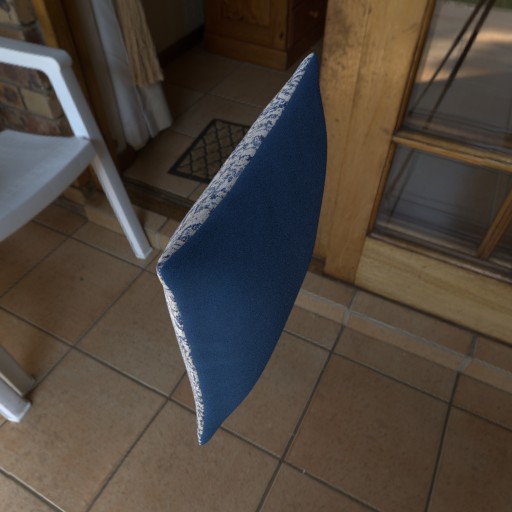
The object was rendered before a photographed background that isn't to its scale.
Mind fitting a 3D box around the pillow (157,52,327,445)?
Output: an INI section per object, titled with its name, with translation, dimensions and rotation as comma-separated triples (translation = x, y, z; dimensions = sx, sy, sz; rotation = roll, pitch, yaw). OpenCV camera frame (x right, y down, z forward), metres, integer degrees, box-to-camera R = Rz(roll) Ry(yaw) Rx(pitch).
[pillow]
translation = 0.000, 0.000, 0.778
dimensions = 0.166, 0.510, 0.523
rotation = 17, 50, 14
